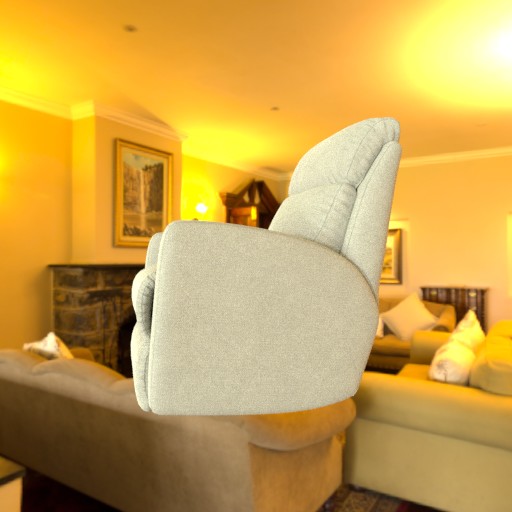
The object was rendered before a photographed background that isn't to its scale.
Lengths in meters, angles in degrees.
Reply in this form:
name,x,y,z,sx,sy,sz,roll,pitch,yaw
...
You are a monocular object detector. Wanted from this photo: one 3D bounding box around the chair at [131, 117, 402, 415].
name,x,y,z,sx,sy,sz,roll,pitch,yaw
chair,0.000,0.000,1.746,0.941,1.015,0.812,0,0,-17
